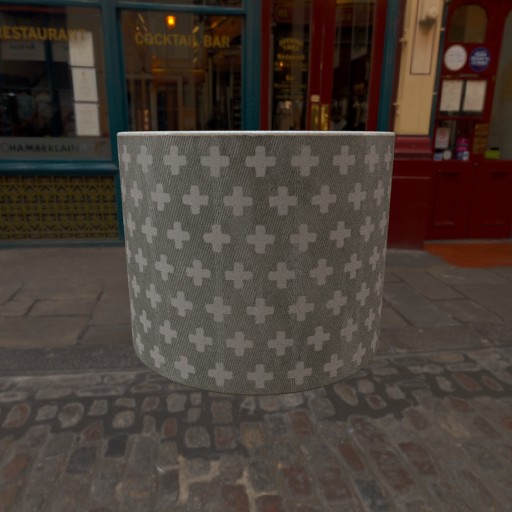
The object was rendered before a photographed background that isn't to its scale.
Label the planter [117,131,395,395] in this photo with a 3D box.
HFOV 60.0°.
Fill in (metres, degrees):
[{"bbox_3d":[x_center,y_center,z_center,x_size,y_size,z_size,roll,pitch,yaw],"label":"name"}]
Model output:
[{"bbox_3d":[0.000,0.000,0.446,0.250,0.239,0.250,0,15,0],"label":"planter"}]
